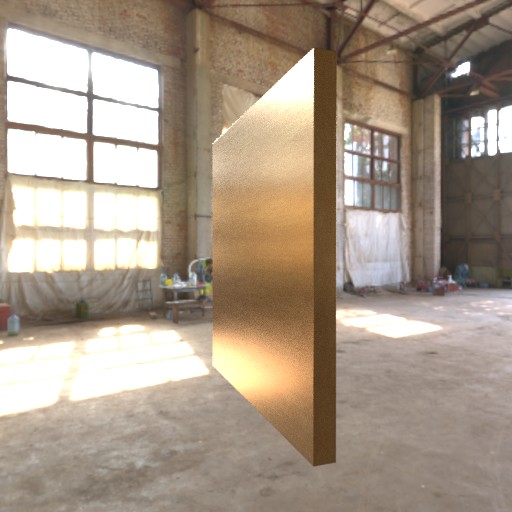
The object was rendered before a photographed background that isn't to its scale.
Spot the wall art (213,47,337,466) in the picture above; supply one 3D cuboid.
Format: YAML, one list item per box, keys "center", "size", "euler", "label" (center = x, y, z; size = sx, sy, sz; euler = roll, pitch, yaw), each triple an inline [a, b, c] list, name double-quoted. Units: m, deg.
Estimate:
- center: [0.000, 0.000, 0.465]
  size: [0.019, 0.302, 0.302]
  euler: [0, 1, -19]
  label: "wall art"
